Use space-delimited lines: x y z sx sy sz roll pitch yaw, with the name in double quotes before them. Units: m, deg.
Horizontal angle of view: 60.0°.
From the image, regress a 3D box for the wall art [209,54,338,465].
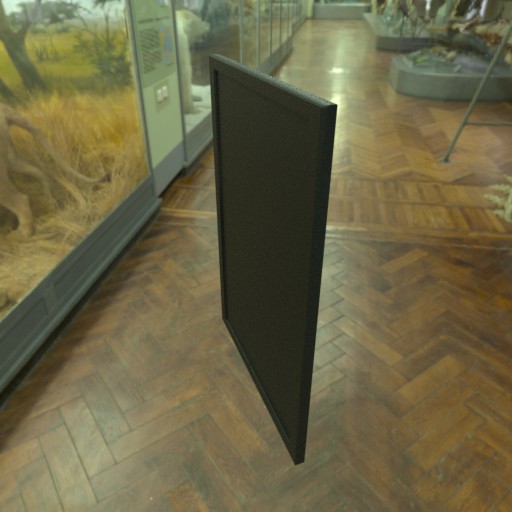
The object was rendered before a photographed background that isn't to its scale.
"wall art" 0.000 0.000 0.558 0.013 0.431 0.303 -11 33 -18
